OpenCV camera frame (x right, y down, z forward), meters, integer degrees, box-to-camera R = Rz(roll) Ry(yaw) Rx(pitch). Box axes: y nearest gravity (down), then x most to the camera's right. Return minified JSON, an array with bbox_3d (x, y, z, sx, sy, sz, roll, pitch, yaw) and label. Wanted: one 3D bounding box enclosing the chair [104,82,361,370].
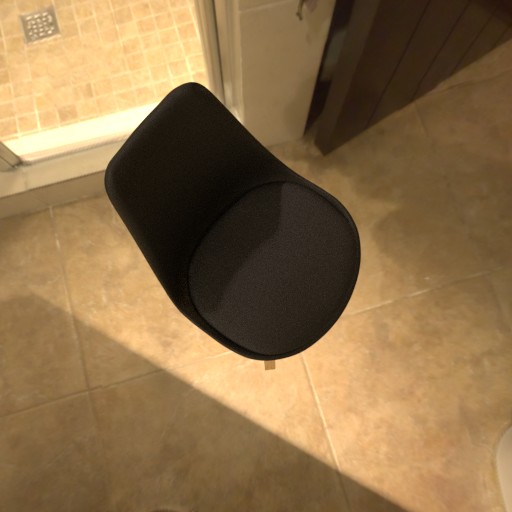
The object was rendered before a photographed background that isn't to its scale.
[{"bbox_3d":[0.000,0.000,1.202,0.549,0.850,0.485,36,80,7],"label":"chair"}]
